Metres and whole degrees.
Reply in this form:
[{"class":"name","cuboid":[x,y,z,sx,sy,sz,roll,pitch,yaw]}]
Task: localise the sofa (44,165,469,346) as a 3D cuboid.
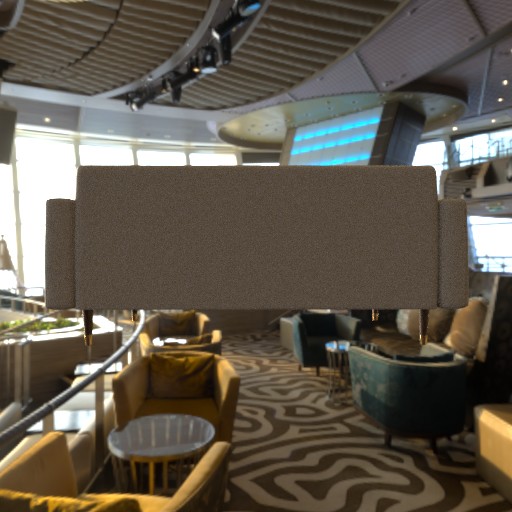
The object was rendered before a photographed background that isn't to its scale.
[{"class":"sofa","cuboid":[0.000,0.000,2.416,1.895,0.814,0.969,0,0,-1]}]
